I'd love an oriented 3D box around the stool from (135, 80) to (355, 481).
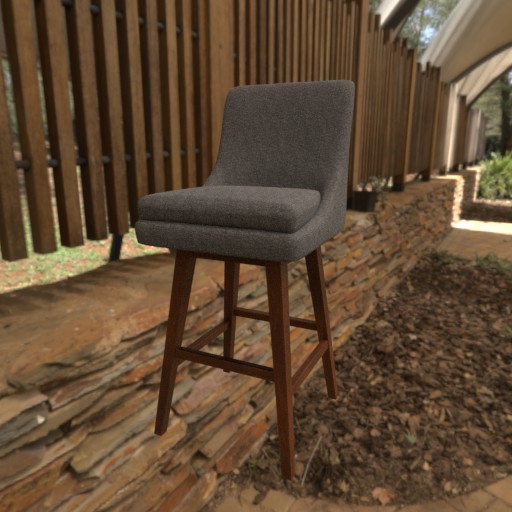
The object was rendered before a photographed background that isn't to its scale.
[{"bbox_3d":[0.000,0.000,1.380,0.489,1.068,0.572,7,16,25],"label":"stool"}]
